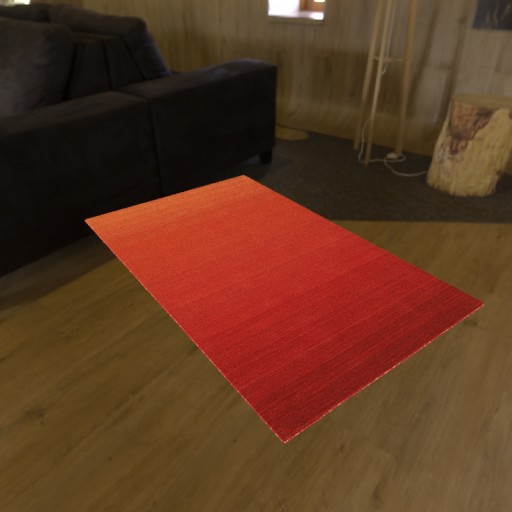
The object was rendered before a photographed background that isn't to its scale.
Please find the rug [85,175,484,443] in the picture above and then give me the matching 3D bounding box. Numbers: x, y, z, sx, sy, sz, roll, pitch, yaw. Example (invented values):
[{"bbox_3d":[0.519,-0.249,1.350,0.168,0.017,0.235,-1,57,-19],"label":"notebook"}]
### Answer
[{"bbox_3d":[0.000,0.000,3.035,1.531,0.010,2.442,-22,39,-30],"label":"rug"}]
